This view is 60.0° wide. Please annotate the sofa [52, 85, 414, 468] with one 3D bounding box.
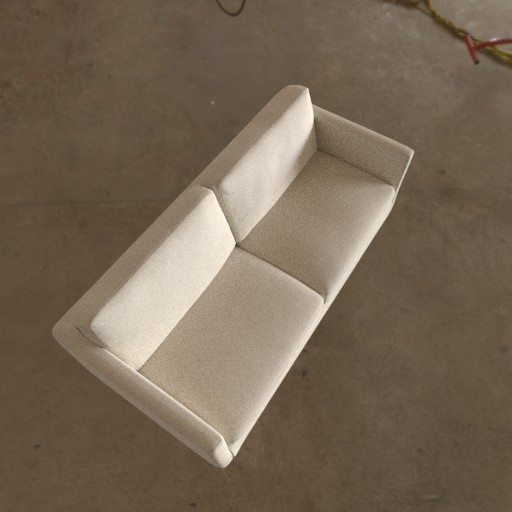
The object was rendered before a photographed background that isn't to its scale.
[{"bbox_3d":[0.000,0.000,2.497,0.965,0.889,1.981,30,64,17],"label":"sofa"}]
